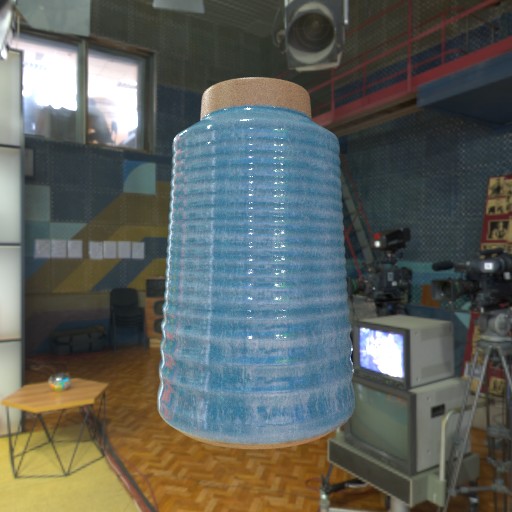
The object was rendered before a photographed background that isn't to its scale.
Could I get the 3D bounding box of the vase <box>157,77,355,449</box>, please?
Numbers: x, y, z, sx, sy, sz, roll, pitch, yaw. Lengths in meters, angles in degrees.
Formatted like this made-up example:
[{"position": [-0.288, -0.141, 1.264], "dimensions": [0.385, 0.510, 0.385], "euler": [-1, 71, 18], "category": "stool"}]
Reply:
[{"position": [0.000, 0.000, 0.375], "dimensions": [0.163, 0.267, 0.163], "euler": [0, 0, 0], "category": "vase"}]
